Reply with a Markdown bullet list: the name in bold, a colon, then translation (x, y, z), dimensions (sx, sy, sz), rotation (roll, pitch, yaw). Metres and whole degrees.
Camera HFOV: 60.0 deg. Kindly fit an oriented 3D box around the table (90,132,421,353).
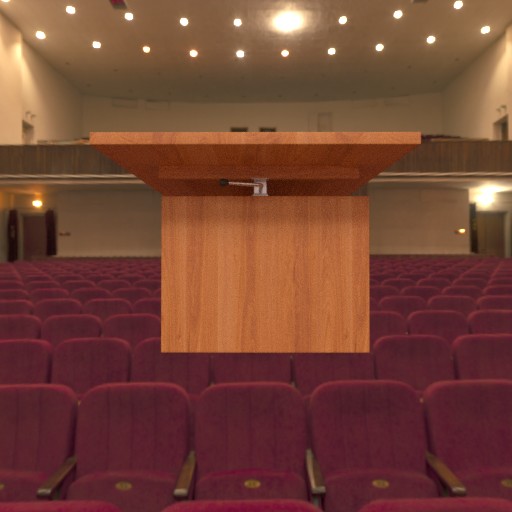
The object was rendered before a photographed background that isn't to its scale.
- **table**: translation (0.000, 0.000, 1.482), dimensions (0.700, 0.510, 1.100), rotation (0, -1, 0)
